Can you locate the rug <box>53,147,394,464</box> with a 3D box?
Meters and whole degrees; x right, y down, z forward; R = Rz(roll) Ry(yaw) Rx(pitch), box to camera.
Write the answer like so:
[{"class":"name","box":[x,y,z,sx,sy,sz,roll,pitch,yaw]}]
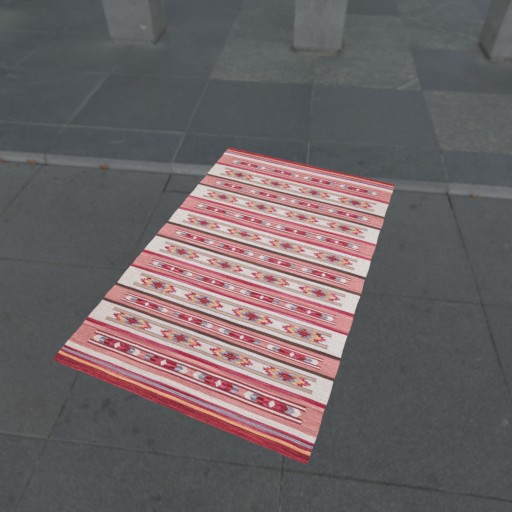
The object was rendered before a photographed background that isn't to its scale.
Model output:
[{"class":"rug","box":[0.000,0.000,3.131,1.535,0.010,2.431,16,48,15]}]
